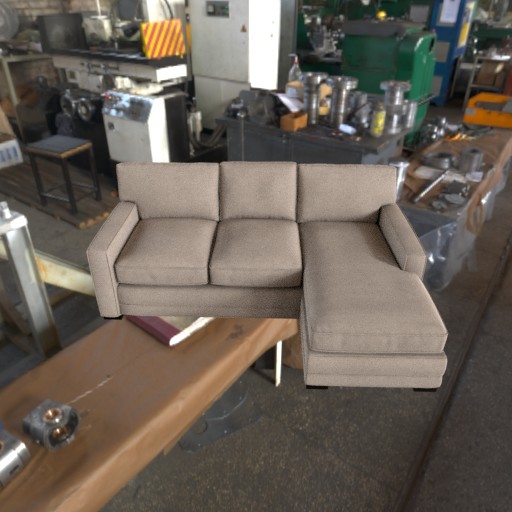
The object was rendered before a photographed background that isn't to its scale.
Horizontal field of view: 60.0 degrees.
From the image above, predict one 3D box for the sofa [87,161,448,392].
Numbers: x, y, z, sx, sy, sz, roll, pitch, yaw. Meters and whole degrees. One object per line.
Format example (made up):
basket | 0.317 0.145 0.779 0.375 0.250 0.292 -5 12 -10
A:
sofa | 0.000 0.000 2.899 2.087 0.861 1.496 1 31 1
